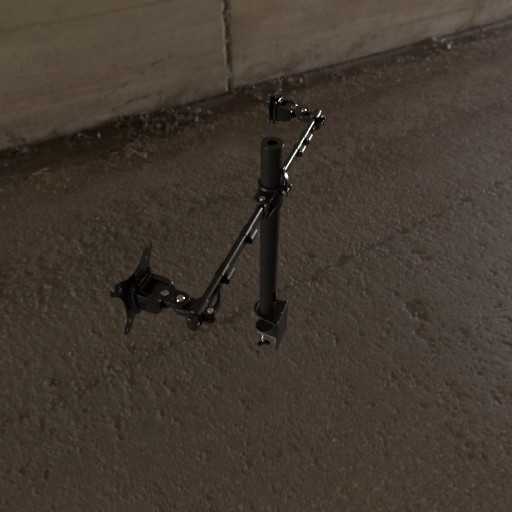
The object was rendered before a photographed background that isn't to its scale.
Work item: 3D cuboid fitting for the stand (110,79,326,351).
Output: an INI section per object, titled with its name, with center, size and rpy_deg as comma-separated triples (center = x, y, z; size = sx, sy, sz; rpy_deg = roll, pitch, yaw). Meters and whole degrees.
[stand]
center = 0.000, 0.000, 1.020
size = 0.150, 0.603, 0.743
rpy_deg = 15, 47, 15
